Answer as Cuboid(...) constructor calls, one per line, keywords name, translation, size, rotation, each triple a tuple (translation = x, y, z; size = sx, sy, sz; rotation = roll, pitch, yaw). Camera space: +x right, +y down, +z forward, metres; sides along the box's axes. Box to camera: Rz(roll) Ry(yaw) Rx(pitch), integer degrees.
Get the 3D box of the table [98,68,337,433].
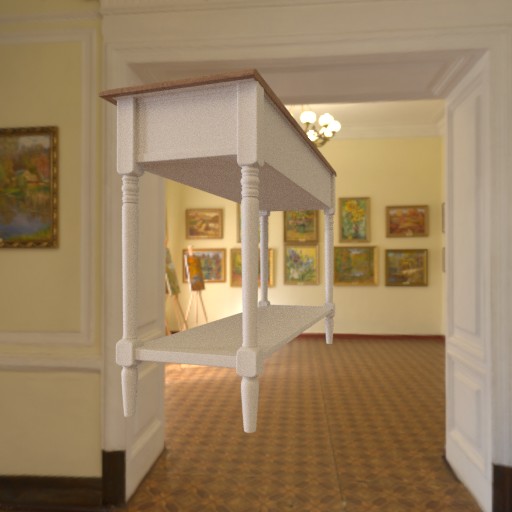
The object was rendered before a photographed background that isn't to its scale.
Cuboid(name="table", translation=(0.000, 0.000, 1.586), size=(0.399, 0.800, 1.219), rotation=(0, -1, 19))
